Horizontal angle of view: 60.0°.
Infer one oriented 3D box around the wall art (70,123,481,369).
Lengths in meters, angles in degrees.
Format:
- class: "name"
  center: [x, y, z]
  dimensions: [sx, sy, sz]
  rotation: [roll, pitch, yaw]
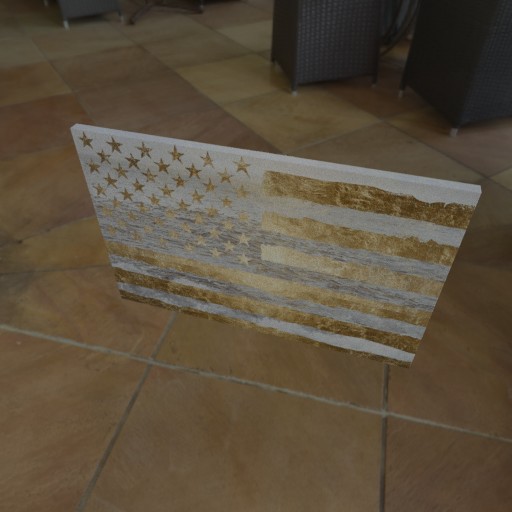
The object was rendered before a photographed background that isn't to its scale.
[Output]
- class: "wall art"
  center: [0.000, 0.000, 1.185]
  dimensions: [0.932, 0.610, 0.027]
  rotation: [12, 44, 13]
